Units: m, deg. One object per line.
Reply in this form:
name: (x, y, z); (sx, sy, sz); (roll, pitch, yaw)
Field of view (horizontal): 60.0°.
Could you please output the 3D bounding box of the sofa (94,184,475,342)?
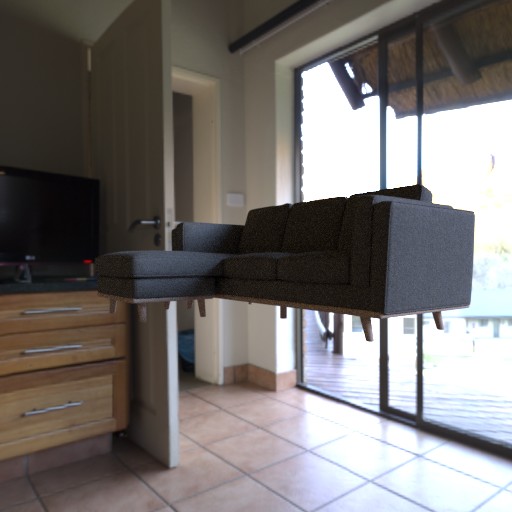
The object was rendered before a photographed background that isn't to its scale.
sofa: (0.000, 0.000, 3.167); (1.604, 0.929, 2.411); (0, -1, -37)
